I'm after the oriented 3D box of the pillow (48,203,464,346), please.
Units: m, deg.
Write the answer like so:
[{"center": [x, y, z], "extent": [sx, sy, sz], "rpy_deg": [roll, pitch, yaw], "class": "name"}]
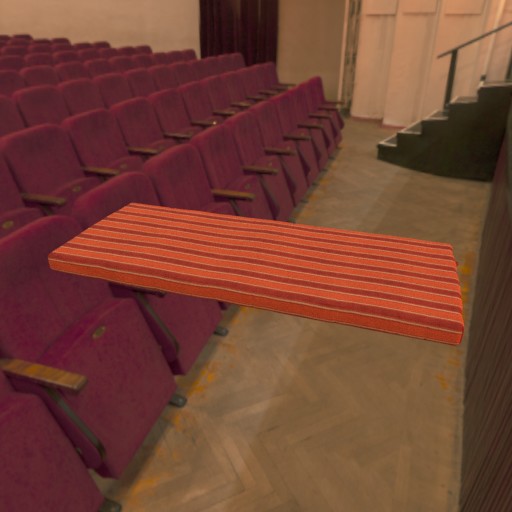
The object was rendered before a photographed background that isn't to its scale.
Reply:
[{"center": [0.000, 0.000, 1.360], "extent": [1.187, 0.081, 0.492], "rpy_deg": [9, 29, 16], "class": "pillow"}]
